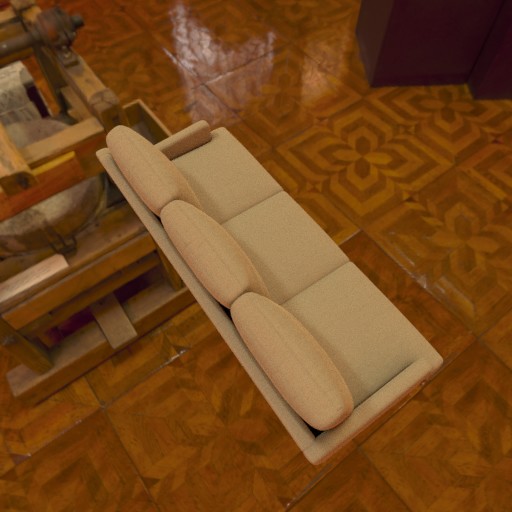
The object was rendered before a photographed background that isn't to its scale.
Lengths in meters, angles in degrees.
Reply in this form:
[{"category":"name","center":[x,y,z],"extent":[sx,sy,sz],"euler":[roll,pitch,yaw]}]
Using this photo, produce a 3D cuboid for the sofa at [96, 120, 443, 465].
[{"category":"sofa","center":[0.000,0.000,2.790],"extent":[1.000,0.913,2.321],"euler":[-31,63,-17]}]
